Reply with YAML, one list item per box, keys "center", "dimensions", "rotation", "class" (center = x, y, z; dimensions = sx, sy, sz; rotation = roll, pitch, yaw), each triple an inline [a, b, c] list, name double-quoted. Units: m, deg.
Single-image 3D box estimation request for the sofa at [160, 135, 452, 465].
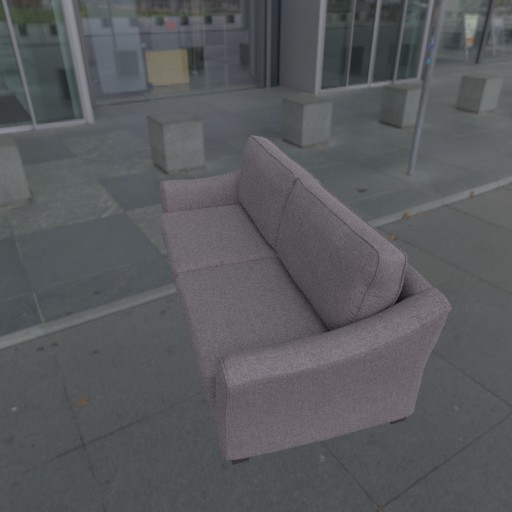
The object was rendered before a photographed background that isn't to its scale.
- center: [0.000, 0.000, 2.710]
  dimensions: [1.013, 0.976, 2.203]
  rotation: [-9, 31, -15]
  class: "sofa"
